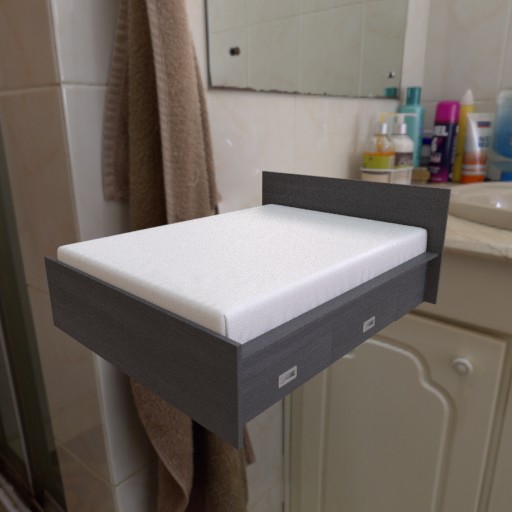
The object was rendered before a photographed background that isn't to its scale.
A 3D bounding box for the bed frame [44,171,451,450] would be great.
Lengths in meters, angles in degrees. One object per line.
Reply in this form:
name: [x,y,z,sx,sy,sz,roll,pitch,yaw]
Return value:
bed frame: [0.000,0.000,2.813,1.622,0.800,1.960,15,22,40]
